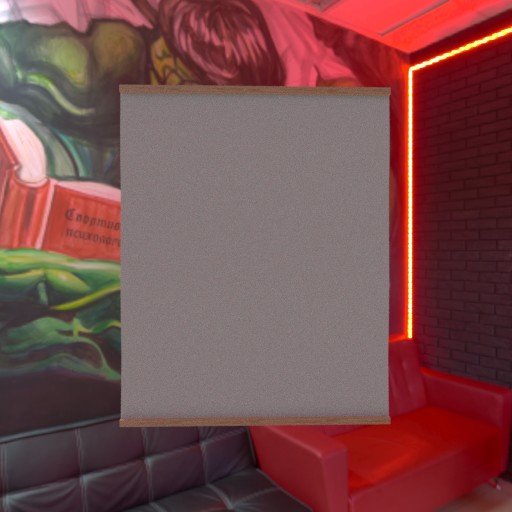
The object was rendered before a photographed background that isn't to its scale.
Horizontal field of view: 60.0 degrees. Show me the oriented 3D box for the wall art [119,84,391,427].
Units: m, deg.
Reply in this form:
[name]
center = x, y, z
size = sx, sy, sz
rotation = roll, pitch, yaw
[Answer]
[wall art]
center = 0.000, 0.000, 0.670
size = 0.406, 0.508, 0.013
rotation = 0, 0, -2
